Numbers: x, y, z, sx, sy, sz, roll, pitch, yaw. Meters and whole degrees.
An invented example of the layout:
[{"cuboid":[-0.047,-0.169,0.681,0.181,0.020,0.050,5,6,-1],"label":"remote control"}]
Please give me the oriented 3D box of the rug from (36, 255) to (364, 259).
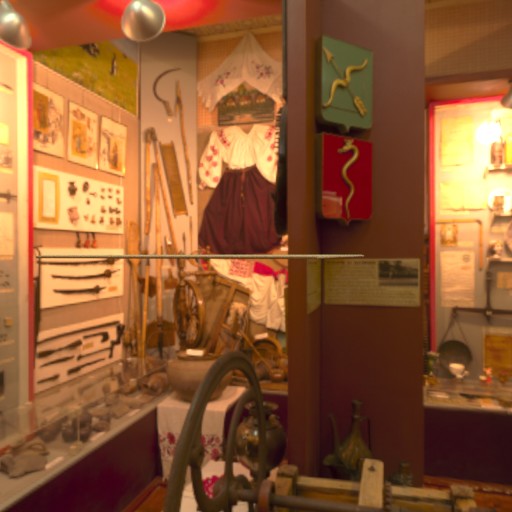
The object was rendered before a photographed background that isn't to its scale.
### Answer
[{"cuboid":[0.000,0.000,1.434,0.604,0.007,1.219,0,0,17],"label":"rug"}]
